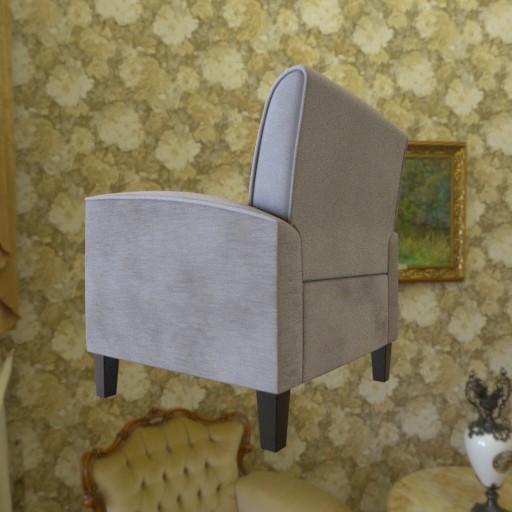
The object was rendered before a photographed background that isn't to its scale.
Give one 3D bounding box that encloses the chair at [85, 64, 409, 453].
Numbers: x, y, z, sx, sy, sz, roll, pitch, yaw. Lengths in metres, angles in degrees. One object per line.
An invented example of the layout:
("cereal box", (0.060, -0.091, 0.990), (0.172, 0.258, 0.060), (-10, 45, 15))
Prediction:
("chair", (0.000, 0.000, 1.529), (0.821, 0.915, 0.820), (0, 0, 36))
